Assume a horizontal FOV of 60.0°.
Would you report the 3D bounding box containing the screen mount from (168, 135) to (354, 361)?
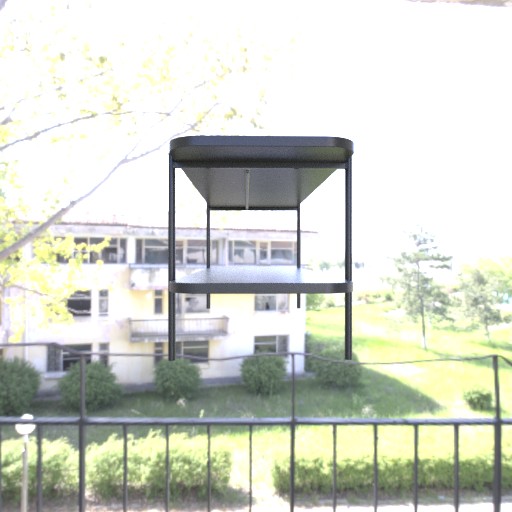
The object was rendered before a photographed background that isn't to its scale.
[{"bbox_3d":[0.000,0.000,1.416,0.400,0.447,1.200,0,0,-1],"label":"screen mount"}]
